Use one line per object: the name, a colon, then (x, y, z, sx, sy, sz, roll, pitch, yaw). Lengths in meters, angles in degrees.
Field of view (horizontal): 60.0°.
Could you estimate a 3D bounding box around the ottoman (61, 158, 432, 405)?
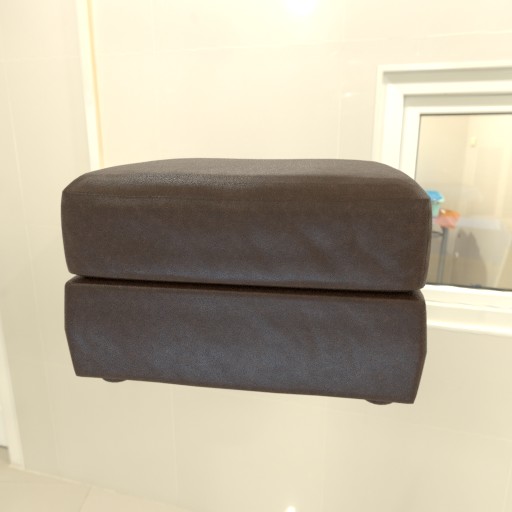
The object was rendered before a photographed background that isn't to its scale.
ottoman: (0.000, 0.000, 1.128, 0.751, 0.476, 0.603, 2, 15, 8)
